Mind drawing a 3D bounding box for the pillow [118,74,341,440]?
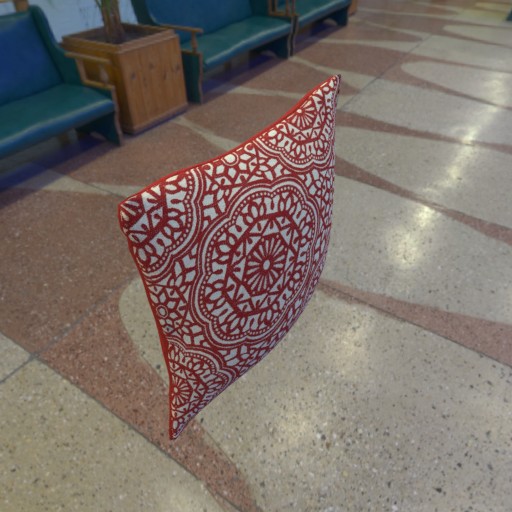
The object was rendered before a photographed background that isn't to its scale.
[{"bbox_3d":[0.000,0.000,0.664,0.162,0.419,0.438,24,46,26],"label":"pillow"}]
